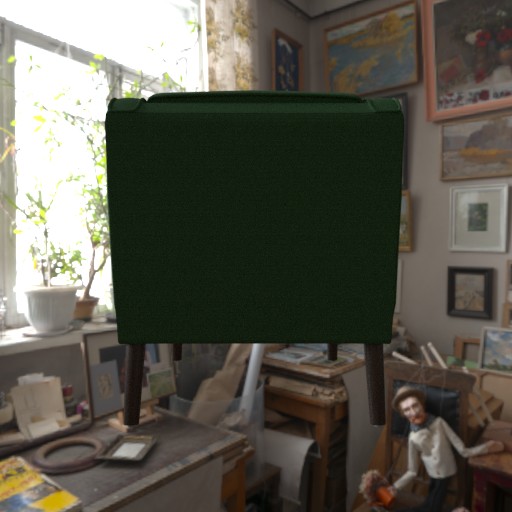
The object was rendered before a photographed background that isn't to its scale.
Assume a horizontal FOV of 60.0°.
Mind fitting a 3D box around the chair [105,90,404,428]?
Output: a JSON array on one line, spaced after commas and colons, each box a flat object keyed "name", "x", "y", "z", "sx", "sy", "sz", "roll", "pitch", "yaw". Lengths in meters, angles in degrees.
[{"name": "chair", "x": 0.000, "y": 0.000, "z": 1.325, "sx": 0.663, "sy": 0.792, "sz": 0.743, "roll": 0, "pitch": 1, "yaw": 0}]
